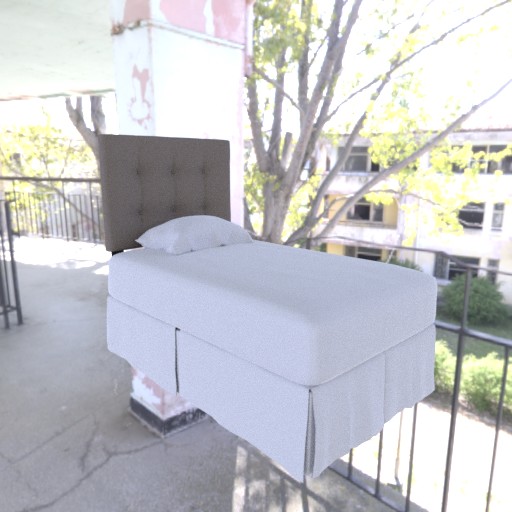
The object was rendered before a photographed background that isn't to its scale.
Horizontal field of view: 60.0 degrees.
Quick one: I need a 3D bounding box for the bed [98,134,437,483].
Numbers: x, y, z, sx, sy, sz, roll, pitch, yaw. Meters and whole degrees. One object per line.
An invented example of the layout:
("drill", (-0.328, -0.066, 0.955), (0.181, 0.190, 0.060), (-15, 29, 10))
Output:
("bed", (0.000, 0.000, 2.869), (1.261, 1.571, 1.997), (-11, 16, -42))
